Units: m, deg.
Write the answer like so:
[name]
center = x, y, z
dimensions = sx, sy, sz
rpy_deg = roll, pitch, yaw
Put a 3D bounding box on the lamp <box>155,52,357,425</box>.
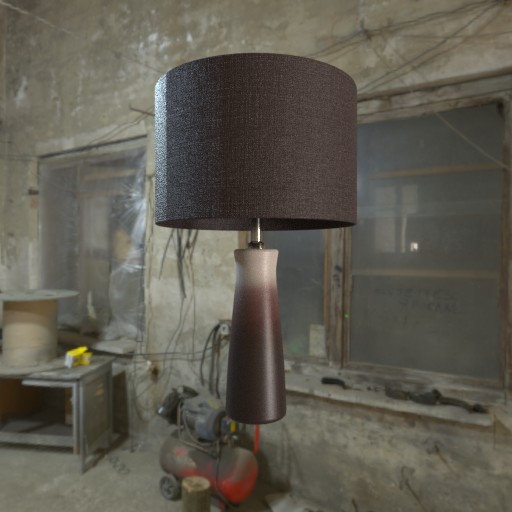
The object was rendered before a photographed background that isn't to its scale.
[lamp]
center = 0.000, 0.000, 0.682
dimensions = 0.303, 0.488, 0.303
rpy_deg = 0, 0, 0
